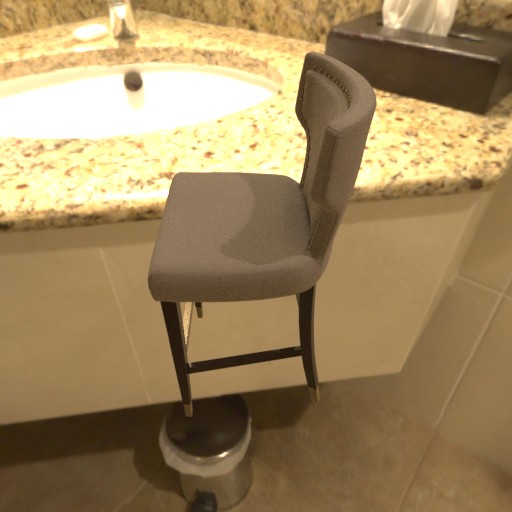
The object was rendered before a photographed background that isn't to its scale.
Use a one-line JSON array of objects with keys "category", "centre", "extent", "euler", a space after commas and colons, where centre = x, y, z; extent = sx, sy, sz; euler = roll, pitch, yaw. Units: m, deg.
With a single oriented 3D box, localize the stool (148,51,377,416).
[{"category": "stool", "centre": [0.000, 0.000, 1.407], "extent": [0.563, 1.092, 0.526], "euler": [0, 41, 0]}]
